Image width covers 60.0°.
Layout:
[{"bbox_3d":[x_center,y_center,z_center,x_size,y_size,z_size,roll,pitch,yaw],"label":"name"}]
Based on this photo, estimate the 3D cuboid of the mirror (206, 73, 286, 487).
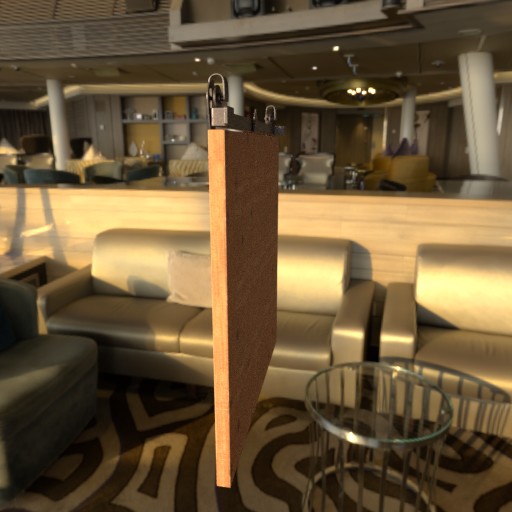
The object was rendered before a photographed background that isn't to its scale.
[{"bbox_3d":[0.000,0.000,1.168,0.054,0.800,0.805,2,14,10],"label":"mirror"}]
